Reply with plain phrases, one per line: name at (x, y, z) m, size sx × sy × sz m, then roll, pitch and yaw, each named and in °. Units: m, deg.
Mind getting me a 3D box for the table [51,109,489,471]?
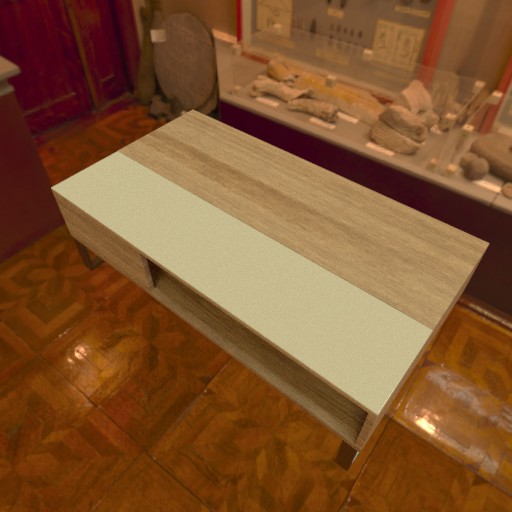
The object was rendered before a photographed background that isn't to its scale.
table at (0.000, 0.000, 1.376) m, size 1.100 × 0.350 × 0.600 m, roll 31°, pitch 54°, yaw 26°
